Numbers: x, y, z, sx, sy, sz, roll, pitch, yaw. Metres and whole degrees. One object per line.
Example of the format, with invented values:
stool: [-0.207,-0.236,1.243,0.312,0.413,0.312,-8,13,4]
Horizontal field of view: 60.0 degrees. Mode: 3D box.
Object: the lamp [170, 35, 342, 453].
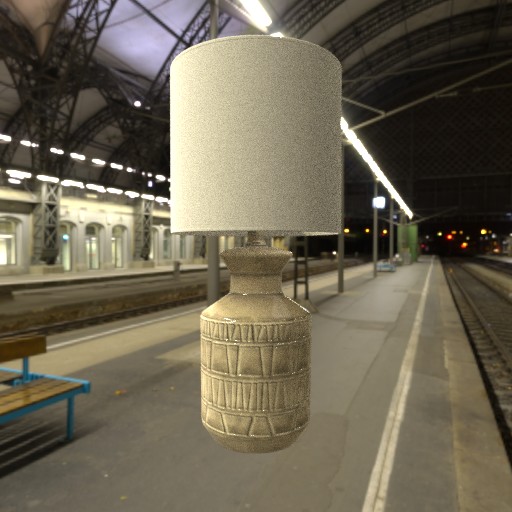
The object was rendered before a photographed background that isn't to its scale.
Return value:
lamp: [0.000,0.000,0.561,0.211,0.455,0.211,0,1,1]
